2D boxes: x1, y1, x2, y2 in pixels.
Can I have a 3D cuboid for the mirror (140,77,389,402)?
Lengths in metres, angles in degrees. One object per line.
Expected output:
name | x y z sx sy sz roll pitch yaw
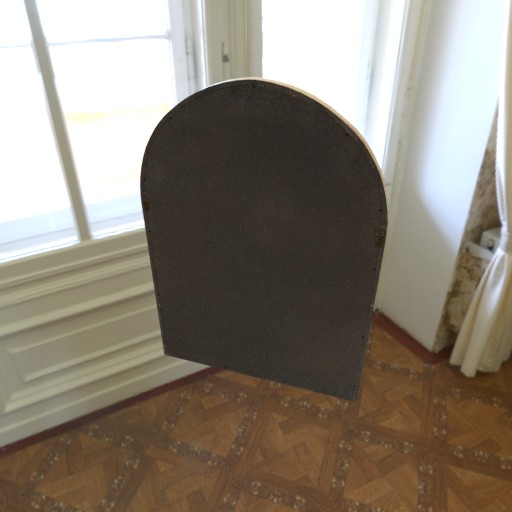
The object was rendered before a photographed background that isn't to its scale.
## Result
mirror | 0.000 0.000 1.217 0.660 0.920 0.032 10 33 15
